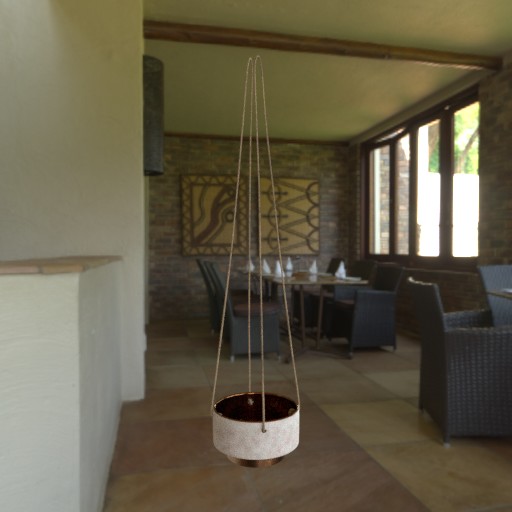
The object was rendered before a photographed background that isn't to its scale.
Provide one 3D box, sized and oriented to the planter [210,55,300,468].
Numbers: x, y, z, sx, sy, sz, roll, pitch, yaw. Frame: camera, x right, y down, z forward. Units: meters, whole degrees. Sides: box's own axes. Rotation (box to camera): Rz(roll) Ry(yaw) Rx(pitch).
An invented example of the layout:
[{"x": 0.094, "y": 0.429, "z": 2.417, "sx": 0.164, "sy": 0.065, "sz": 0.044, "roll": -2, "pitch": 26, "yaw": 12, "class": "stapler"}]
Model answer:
[{"x": 0.000, "y": 0.000, "z": 1.148, "sx": 0.223, "sy": 1.030, "sz": 0.223, "roll": 1, "pitch": 1, "yaw": 35, "class": "planter"}]
